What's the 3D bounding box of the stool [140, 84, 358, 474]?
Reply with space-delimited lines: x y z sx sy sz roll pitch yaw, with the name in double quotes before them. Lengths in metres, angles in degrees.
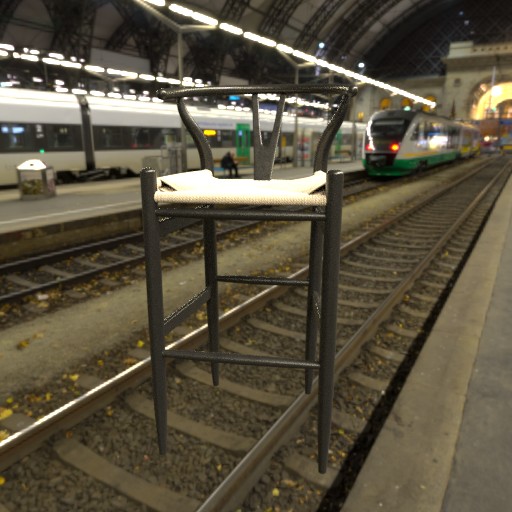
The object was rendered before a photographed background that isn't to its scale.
"stool" 0.000 0.000 1.390 0.569 1.072 0.579 2 15 9
